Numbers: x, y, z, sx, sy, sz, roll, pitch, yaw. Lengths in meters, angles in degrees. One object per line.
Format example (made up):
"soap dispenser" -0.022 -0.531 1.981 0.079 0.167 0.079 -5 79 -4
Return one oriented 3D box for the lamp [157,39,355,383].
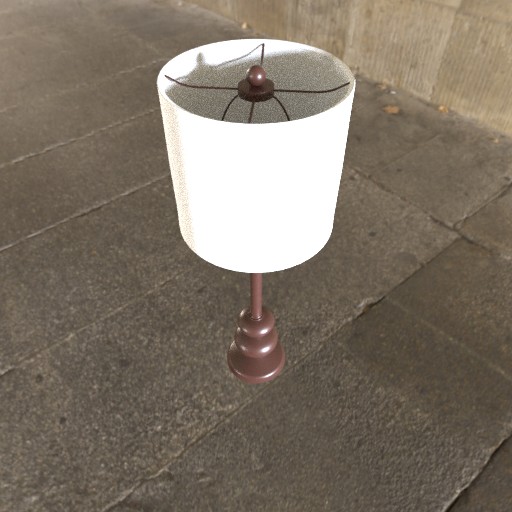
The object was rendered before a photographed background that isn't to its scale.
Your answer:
"lamp" 0.000 0.000 0.809 0.254 0.690 0.254 4 46 4
